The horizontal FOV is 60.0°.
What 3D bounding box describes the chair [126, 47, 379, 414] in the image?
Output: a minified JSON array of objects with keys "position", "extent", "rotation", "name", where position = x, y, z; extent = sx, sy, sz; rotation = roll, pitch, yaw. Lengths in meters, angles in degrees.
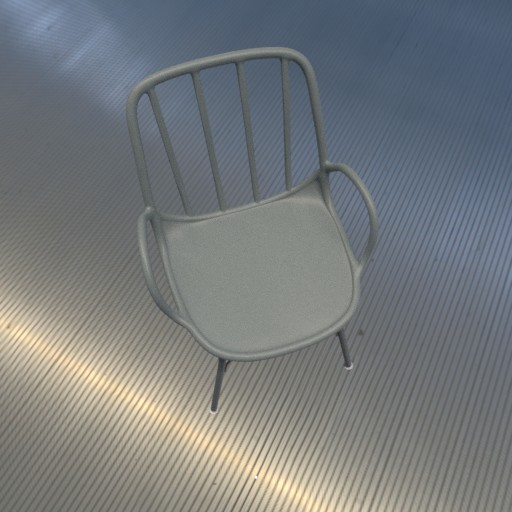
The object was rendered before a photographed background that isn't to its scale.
[{"position":[0.000,0.000,1.190],"extent":[0.549,0.816,0.597],"rotation":[-16,65,-8],"name":"chair"}]
